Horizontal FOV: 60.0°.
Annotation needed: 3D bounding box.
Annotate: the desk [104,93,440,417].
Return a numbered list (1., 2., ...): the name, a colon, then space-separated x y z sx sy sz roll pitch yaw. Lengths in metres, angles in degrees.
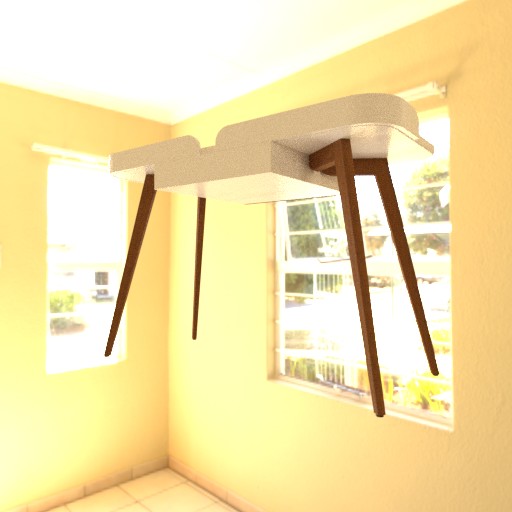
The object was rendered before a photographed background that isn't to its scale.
1. desk: 0.000 0.000 1.640 1.206 0.807 0.534 -1 -1 37
